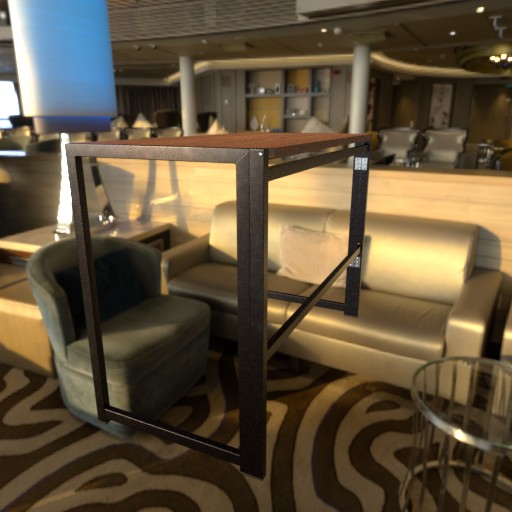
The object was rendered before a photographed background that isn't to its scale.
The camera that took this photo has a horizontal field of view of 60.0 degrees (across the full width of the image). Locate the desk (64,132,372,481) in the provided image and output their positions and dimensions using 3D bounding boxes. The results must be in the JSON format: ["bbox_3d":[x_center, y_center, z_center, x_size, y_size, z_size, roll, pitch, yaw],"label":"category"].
[{"bbox_3d":[0.000,0.000,1.471,0.508,0.762,1.016,8,19,24],"label":"desk"}]
